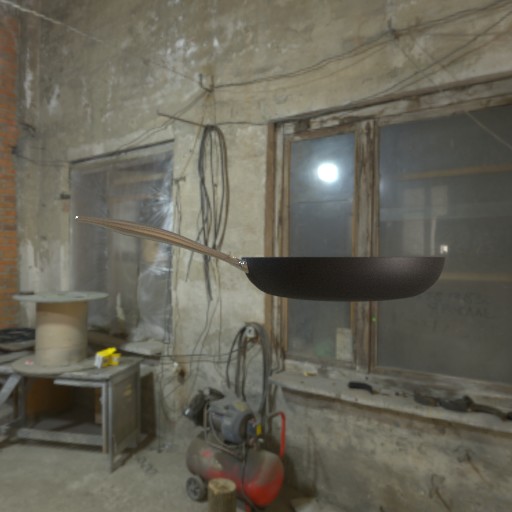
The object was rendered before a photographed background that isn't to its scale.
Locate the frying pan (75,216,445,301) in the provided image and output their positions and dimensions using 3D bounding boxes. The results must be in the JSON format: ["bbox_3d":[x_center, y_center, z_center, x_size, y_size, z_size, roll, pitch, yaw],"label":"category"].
[{"bbox_3d":[0.000,0.000,0.581,0.472,0.105,0.255,0,0,1],"label":"frying pan"}]
